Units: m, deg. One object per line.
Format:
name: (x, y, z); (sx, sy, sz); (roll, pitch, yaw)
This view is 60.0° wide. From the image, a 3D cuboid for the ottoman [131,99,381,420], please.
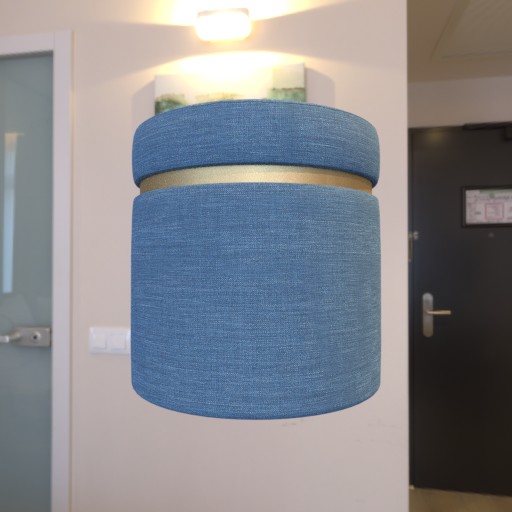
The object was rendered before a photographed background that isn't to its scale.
ottoman: (0.000, 0.000, 0.733); (0.398, 0.406, 0.398); (0, -1, 0)
